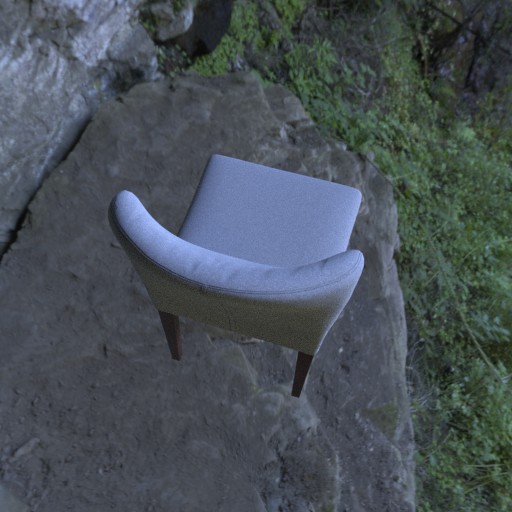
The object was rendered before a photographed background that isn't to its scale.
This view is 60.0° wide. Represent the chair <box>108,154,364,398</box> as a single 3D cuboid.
[{"bbox_3d":[0.000,0.000,1.209,0.491,0.839,0.592,15,63,8],"label":"chair"}]
